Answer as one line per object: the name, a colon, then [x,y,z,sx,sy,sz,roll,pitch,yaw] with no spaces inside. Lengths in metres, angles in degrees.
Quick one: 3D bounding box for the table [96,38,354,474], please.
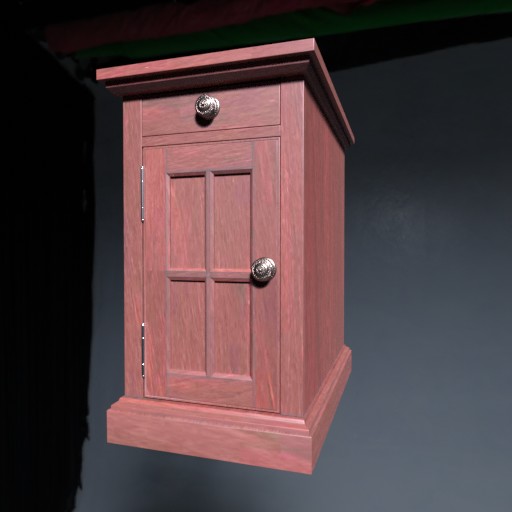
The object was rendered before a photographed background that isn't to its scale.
table: [0.000,0.000,0.947,0.356,0.612,0.584,0,1,18]
